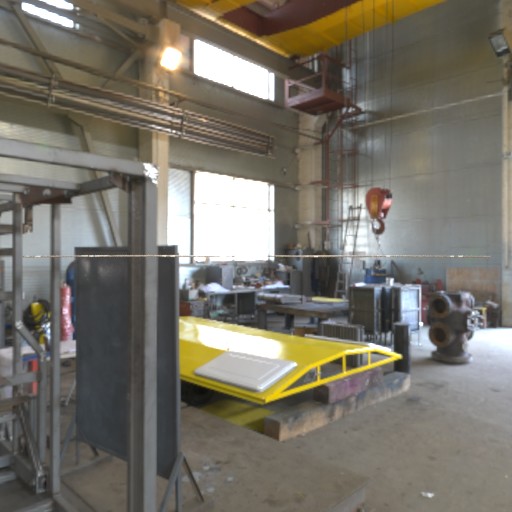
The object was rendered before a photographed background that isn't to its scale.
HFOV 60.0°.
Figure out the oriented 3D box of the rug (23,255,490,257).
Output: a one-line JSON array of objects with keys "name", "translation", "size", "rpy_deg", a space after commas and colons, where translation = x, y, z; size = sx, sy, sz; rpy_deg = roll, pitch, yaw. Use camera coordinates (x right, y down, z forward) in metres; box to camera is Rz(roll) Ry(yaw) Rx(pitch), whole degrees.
[{"name": "rug", "translation": [0.000, 0.000, 2.206], "size": [1.748, 0.010, 1.142], "rpy_deg": [0, 0, 0]}]
